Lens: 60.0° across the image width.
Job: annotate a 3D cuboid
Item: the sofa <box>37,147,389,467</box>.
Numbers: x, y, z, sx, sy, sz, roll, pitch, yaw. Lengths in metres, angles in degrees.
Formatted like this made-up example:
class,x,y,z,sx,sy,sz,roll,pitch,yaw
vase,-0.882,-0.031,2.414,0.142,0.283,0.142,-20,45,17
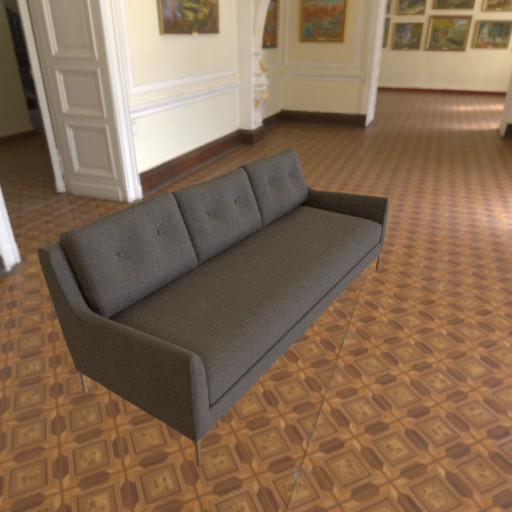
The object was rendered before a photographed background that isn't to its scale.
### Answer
class,x,y,z,sx,sy,sz,roll,pitch,yaw
sofa,0.000,0.000,2.534,0.849,0.837,2.060,17,31,30
